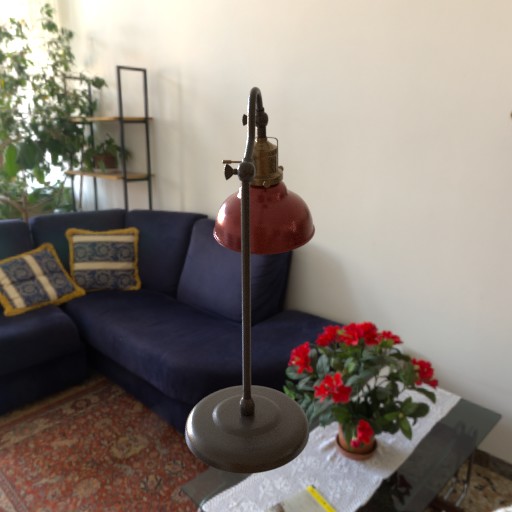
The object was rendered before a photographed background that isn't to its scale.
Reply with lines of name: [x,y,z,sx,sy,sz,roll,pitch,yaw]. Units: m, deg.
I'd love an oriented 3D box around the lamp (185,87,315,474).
lamp: [0.000,0.000,0.710,0.192,0.508,0.374,2,16,8]
